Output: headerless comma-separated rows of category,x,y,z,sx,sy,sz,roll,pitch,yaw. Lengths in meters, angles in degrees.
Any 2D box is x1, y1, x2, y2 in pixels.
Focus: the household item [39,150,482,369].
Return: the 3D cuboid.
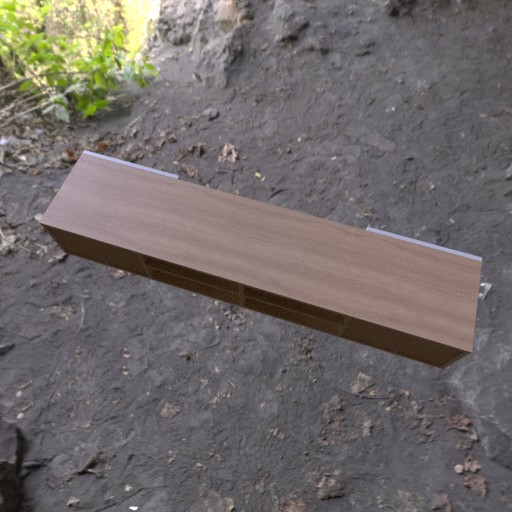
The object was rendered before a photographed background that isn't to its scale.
household item,0.000,0.000,2.027,1.850,0.310,0.420,16,64,8
